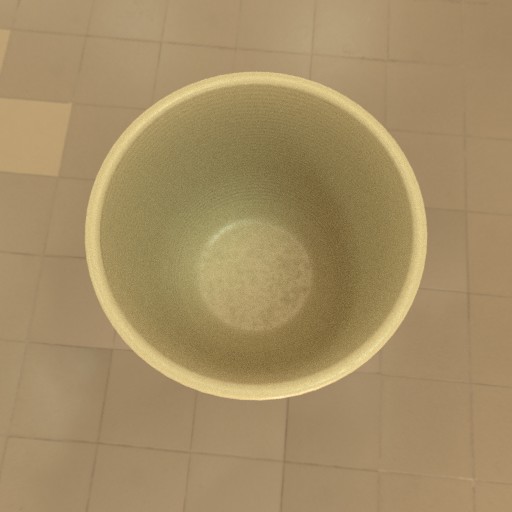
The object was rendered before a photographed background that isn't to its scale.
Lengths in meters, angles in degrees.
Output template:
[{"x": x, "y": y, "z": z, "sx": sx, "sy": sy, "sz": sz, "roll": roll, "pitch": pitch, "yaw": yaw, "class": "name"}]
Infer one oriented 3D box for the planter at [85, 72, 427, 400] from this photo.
[{"x": 0.000, "y": 0.000, "z": 0.292, "sx": 0.170, "sy": 0.153, "sz": 0.170, "roll": 0, "pitch": 77, "yaw": 0, "class": "planter"}]
